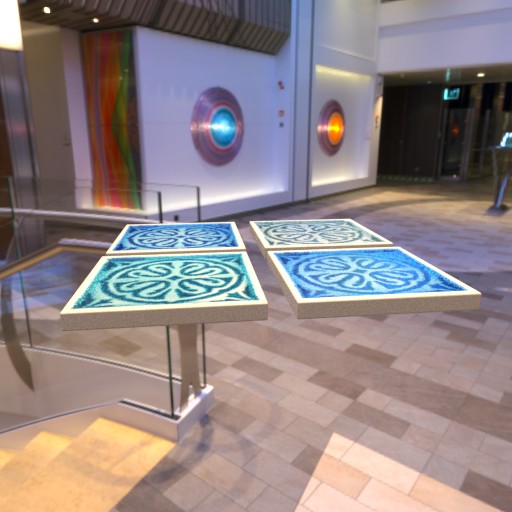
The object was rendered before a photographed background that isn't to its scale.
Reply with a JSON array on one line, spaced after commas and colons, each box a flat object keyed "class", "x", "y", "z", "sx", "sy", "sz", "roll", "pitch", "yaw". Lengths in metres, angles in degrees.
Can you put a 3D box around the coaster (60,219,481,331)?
[{"class": "coaster", "x": 0.000, "y": 0.000, "z": 0.330, "sx": 0.219, "sy": 0.010, "sz": 0.214, "roll": -2, "pitch": 16, "yaw": -7}]
